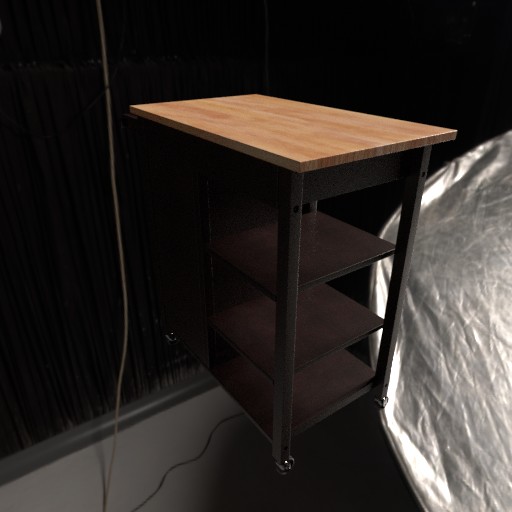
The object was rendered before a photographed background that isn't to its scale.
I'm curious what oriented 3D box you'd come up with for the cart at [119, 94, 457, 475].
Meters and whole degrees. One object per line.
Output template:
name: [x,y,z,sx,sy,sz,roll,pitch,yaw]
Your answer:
cart: [0.000,0.000,1.415,0.472,0.878,0.914,-18,32,-31]
